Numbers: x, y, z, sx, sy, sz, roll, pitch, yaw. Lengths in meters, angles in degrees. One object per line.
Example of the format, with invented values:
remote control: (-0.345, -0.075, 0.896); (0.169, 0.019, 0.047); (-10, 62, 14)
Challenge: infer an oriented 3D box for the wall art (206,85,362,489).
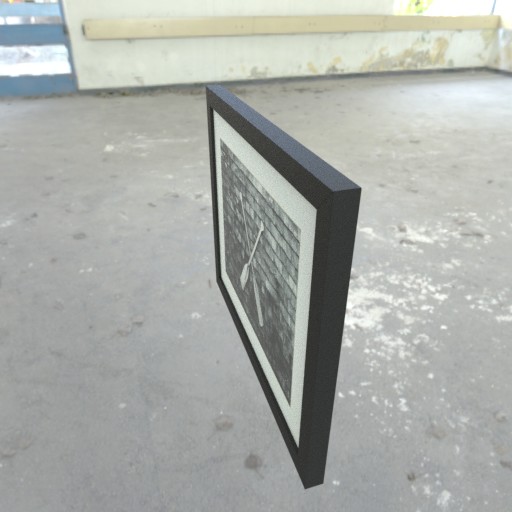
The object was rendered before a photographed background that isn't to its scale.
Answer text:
wall art: (0.000, 0.000, 0.750); (0.029, 0.457, 0.558); (-9, 32, -15)
